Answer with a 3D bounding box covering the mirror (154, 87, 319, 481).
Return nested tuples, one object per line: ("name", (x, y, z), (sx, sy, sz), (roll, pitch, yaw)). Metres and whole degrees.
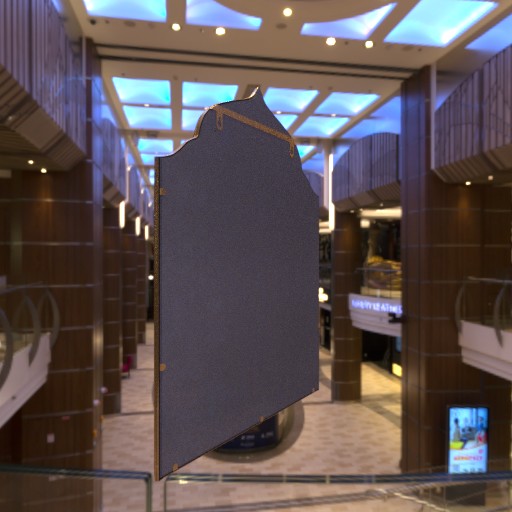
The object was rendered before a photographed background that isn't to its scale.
("mirror", (0.000, 0.000, 0.838), (0.018, 0.635, 0.513), (0, 0, 34))
